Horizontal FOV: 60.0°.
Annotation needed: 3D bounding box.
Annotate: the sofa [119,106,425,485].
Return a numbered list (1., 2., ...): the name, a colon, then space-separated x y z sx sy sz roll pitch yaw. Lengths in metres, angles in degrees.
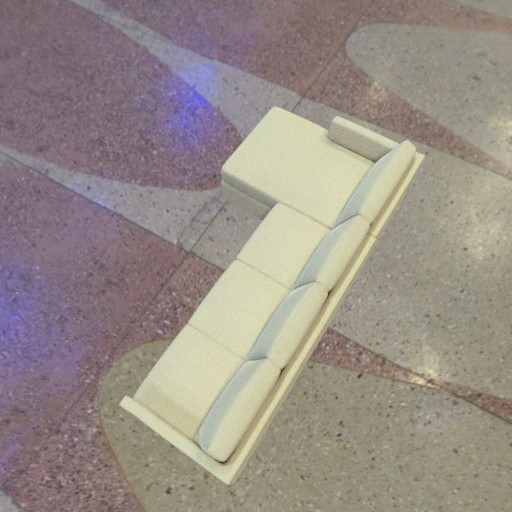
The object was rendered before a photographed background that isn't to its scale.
1. sofa: 0.000 0.000 3.868 1.650 0.922 3.205 30 67 14
